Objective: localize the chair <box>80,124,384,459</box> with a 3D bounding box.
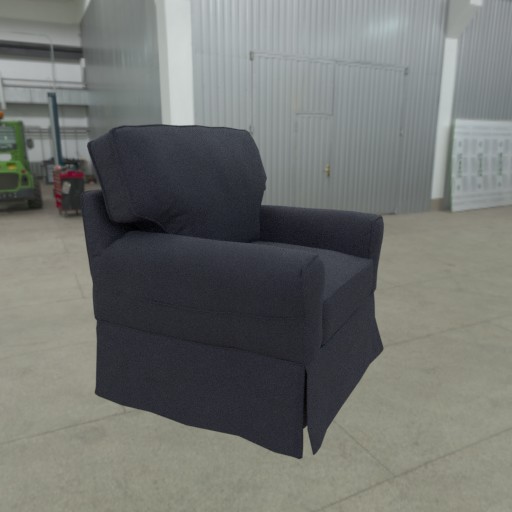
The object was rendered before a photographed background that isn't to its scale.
[{"bbox_3d":[0.000,0.000,1.992,1.002,1.140,1.119,8,16,27],"label":"chair"}]
